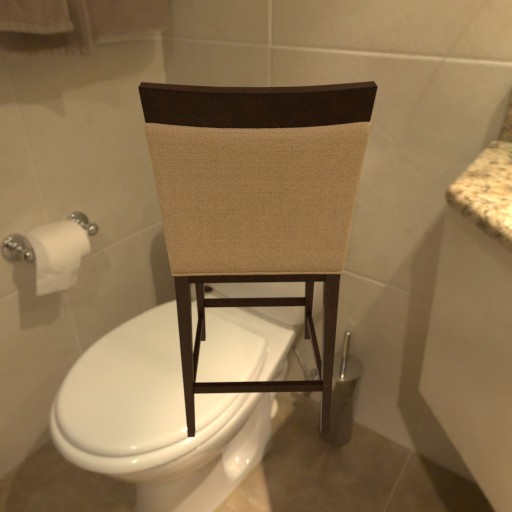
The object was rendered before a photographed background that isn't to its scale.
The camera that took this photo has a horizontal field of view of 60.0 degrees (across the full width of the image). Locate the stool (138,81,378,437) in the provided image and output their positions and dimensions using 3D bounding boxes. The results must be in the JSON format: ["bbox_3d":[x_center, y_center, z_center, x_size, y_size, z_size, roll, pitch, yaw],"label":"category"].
[{"bbox_3d":[0.000,0.000,1.418,0.511,1.117,0.531,-1,31,-1],"label":"stool"}]
